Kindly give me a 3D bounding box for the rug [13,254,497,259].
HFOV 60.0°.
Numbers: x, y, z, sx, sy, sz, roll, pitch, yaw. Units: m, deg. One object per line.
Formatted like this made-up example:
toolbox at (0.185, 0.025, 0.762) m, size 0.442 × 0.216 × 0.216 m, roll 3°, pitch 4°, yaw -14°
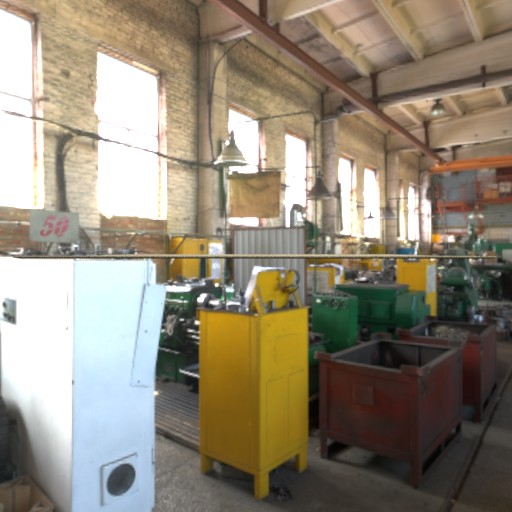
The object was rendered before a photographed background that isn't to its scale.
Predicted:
rug at (0.000, 0.000, 4.980) m, size 3.935 × 0.025 × 2.782 m, roll 0°, pitch 0°, yaw 1°
